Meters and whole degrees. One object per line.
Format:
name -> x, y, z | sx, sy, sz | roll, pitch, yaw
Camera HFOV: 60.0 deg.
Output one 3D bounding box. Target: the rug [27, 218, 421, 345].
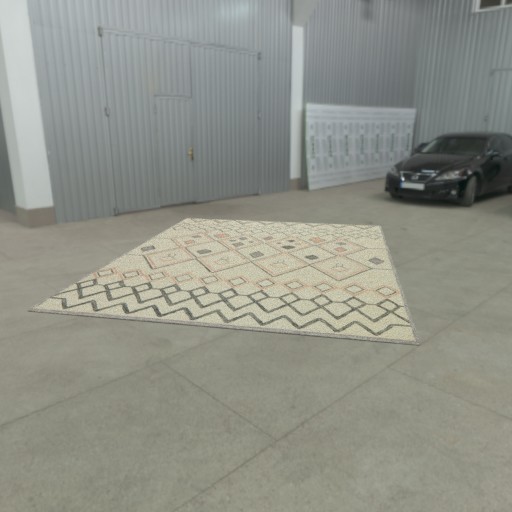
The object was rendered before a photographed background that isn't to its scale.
rug -> 0.000, 0.000, 4.086 | 2.441, 0.016, 3.050 | 3, 17, 11
